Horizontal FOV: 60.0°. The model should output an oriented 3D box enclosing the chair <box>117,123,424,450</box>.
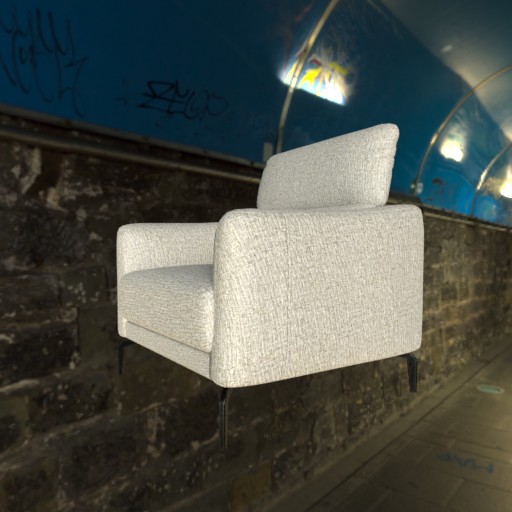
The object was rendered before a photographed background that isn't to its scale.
[{"bbox_3d":[0.000,0.000,1.676,0.835,0.967,0.972,-1,1,-35],"label":"chair"}]
